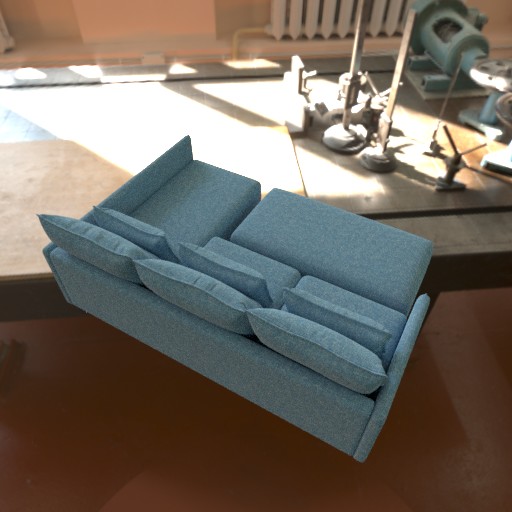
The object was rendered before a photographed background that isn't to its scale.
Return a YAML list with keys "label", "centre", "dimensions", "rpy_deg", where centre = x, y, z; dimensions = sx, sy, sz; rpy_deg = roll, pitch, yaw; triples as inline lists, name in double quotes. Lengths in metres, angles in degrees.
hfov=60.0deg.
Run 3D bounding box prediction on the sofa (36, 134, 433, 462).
- label: "sofa"
  centre: [0.000, 0.000, 2.728]
  dimensions: [2.034, 0.899, 1.420]
  rpy_deg: [23, 51, 20]
